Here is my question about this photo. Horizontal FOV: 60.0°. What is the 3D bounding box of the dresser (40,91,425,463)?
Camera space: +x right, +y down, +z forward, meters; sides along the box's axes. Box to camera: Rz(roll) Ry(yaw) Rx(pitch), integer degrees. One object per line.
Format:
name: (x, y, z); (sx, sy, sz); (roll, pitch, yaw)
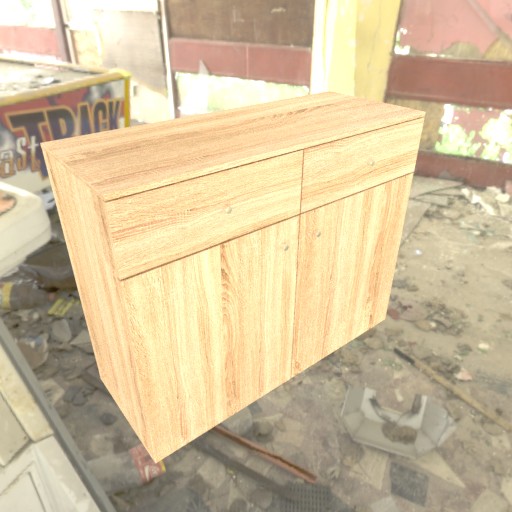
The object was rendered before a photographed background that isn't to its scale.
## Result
dresser: (0.000, 0.000, 1.547); (1.100, 0.900, 0.450); (-22, 38, -32)
